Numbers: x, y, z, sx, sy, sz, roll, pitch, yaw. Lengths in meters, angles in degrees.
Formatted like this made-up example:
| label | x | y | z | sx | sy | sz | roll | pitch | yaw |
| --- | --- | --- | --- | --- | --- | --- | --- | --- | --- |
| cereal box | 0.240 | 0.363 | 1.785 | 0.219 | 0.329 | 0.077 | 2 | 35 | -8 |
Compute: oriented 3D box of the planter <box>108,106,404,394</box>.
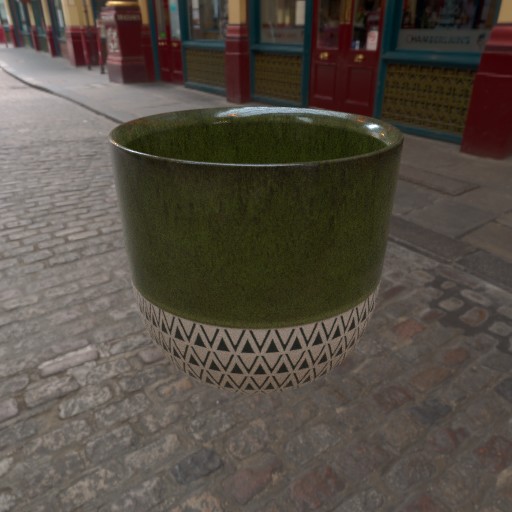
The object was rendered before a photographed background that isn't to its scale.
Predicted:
| label | x | y | z | sx | sy | sz | roll | pitch | yaw |
| --- | --- | --- | --- | --- | --- | --- | --- | --- | --- |
| planter | 0.000 | 0.000 | 0.475 | 0.266 | 0.270 | 0.266 | 0 | 27 | 0 |
